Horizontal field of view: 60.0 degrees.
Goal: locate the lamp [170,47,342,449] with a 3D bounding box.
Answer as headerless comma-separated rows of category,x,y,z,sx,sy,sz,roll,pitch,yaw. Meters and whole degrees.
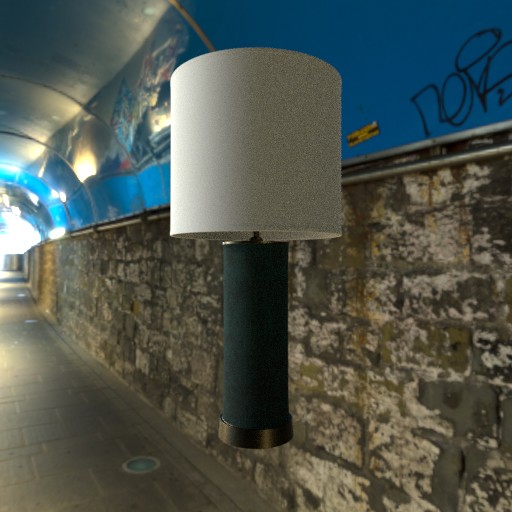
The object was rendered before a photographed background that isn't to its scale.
lamp,0.000,0.000,0.790,0.301,0.630,0.301,0,-1,-19
